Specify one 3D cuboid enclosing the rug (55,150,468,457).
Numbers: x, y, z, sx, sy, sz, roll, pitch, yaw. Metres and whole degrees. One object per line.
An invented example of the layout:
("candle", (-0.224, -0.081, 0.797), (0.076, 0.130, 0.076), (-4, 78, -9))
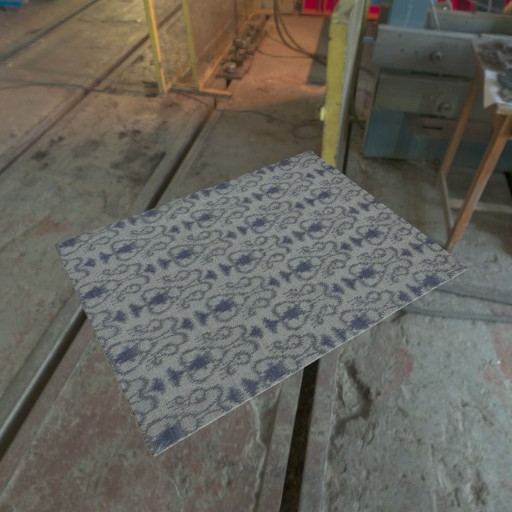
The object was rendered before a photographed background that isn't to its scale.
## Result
("rug", (0.000, 0.000, 4.282), (3.205, 0.015, 2.437), (-25, 50, -22))
